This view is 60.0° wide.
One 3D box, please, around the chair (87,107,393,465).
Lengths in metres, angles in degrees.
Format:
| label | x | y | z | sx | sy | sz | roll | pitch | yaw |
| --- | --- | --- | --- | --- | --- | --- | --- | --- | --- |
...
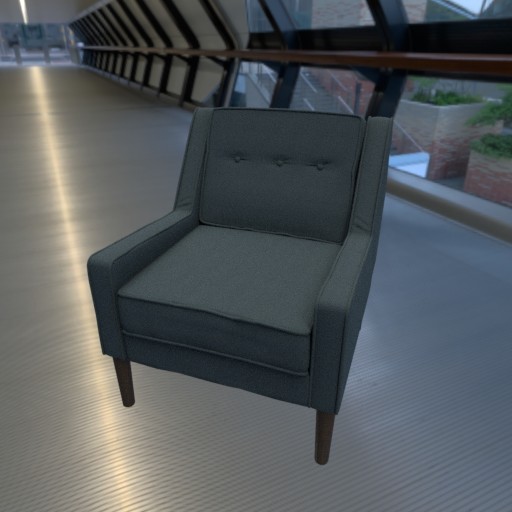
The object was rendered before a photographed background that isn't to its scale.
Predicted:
| label | x | y | z | sx | sy | sz | roll | pitch | yaw |
| --- | --- | --- | --- | --- | --- | --- | --- | --- | --- |
| chair | 0.000 | 0.000 | 1.325 | 0.663 | 0.780 | 0.733 | 9 | 28 | 18 |
